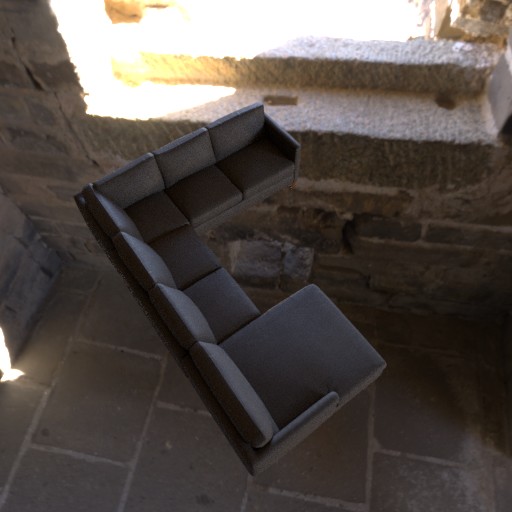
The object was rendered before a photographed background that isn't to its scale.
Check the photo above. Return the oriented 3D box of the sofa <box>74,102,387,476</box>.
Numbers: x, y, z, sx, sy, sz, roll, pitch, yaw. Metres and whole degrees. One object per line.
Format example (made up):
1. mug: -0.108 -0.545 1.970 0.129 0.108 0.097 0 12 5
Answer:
1. sofa: 0.000 0.000 4.804 2.594 0.961 3.460 -32 63 -18
